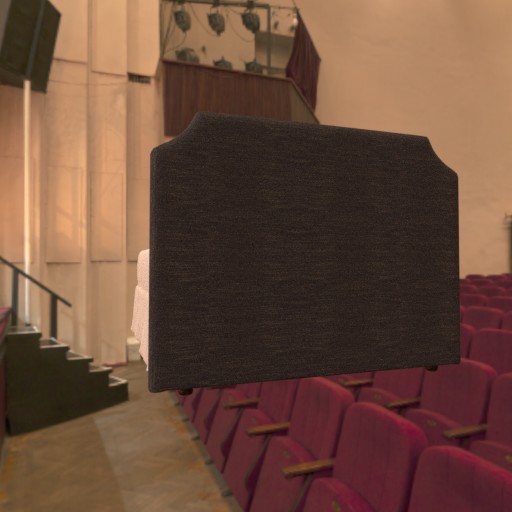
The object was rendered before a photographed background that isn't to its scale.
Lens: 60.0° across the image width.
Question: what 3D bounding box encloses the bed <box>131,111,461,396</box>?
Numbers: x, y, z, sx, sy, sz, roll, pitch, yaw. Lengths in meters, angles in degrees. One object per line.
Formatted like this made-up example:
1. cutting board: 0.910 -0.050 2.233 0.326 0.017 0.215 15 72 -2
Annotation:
1. bed: 0.000 0.000 3.177 1.693 1.290 2.116 0 -1 -19
